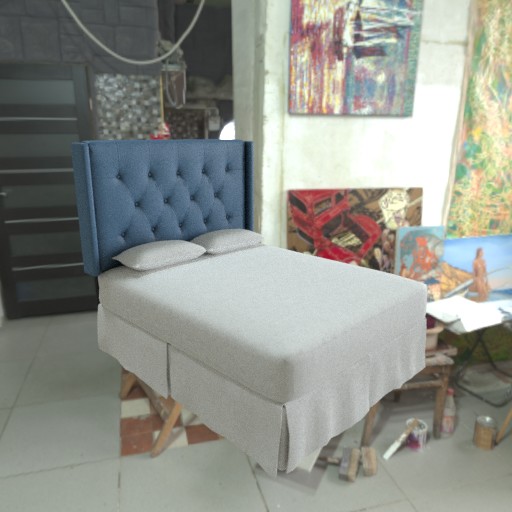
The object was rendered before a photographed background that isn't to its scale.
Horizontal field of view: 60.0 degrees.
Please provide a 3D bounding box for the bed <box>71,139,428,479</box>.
[{"bbox_3d":[0.000,0.000,3.290,2.078,1.665,1.719,15,21,43],"label":"bed"}]
